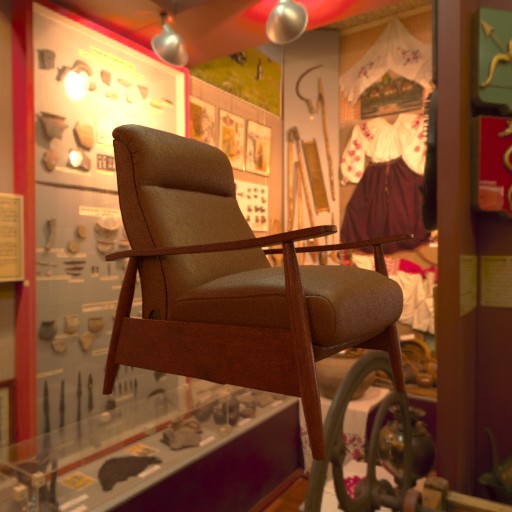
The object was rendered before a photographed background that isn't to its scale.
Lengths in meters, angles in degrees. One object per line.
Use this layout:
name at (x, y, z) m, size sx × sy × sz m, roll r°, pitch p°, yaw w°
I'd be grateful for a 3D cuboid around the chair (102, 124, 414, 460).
chair at (0.000, 0.000, 1.753) m, size 1.014 × 1.082 × 0.762 m, roll 0°, pitch 1°, yaw 36°
